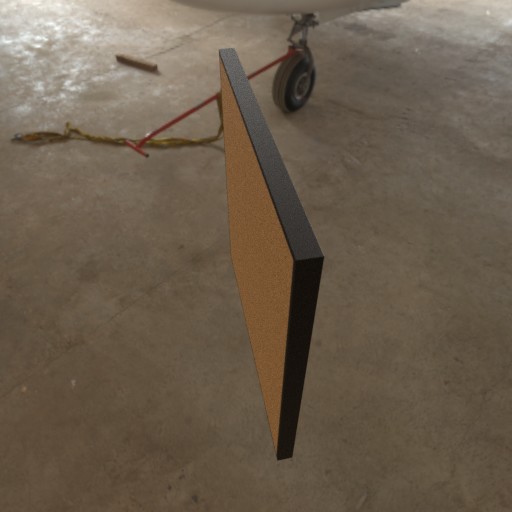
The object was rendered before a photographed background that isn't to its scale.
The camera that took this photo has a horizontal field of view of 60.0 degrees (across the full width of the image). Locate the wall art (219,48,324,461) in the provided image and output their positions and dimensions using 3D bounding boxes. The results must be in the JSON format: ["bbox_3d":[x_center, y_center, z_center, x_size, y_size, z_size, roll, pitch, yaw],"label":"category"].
[{"bbox_3d":[0.000,0.000,0.773,0.028,0.511,0.513,-8,46,-8],"label":"wall art"}]
